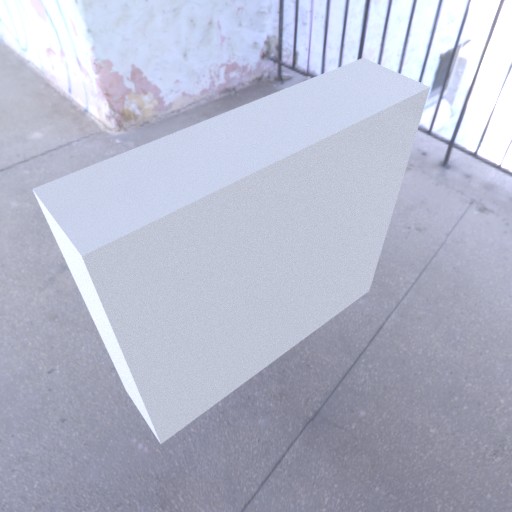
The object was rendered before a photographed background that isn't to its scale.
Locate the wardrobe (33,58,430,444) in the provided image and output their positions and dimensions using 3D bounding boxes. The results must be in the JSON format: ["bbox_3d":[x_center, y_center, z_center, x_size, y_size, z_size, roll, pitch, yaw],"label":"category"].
[{"bbox_3d":[0.000,0.000,1.859,1.340,1.200,0.360,-31,54,-25],"label":"wardrobe"}]
